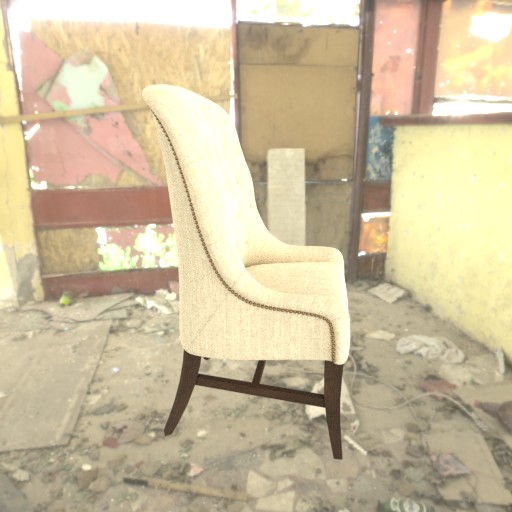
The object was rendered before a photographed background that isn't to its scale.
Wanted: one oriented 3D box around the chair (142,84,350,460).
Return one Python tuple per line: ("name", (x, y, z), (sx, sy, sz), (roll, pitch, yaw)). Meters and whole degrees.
("chair", (0.000, 0.000, 1.509), (0.629, 1.091, 0.634), (3, 16, 9))
